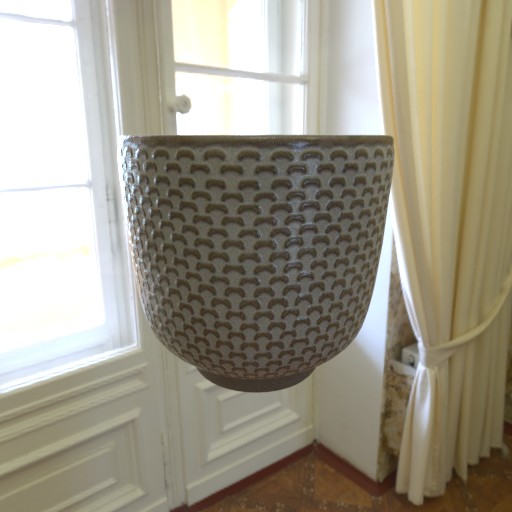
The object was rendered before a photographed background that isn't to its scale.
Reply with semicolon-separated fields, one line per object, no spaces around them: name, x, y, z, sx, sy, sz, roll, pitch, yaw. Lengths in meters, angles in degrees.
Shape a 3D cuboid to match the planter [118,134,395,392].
planter;0.000;0.000;0.246;0.139;0.130;0.139;0;15;0
